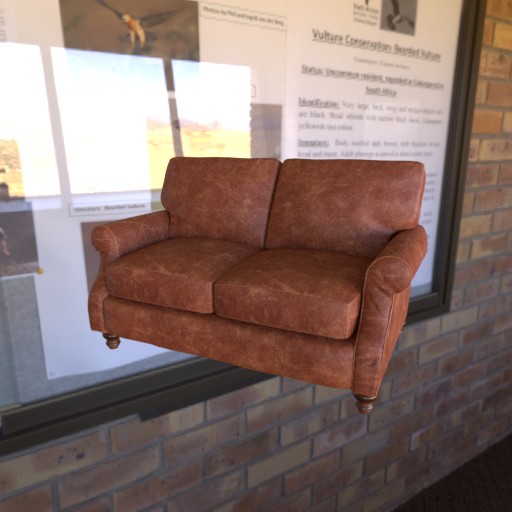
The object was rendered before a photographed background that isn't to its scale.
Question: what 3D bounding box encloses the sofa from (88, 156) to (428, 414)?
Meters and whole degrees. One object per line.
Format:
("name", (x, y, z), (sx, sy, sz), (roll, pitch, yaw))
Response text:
("sofa", (0.000, 0.000, 2.286), (1.616, 0.967, 0.990), (7, 16, 25))
